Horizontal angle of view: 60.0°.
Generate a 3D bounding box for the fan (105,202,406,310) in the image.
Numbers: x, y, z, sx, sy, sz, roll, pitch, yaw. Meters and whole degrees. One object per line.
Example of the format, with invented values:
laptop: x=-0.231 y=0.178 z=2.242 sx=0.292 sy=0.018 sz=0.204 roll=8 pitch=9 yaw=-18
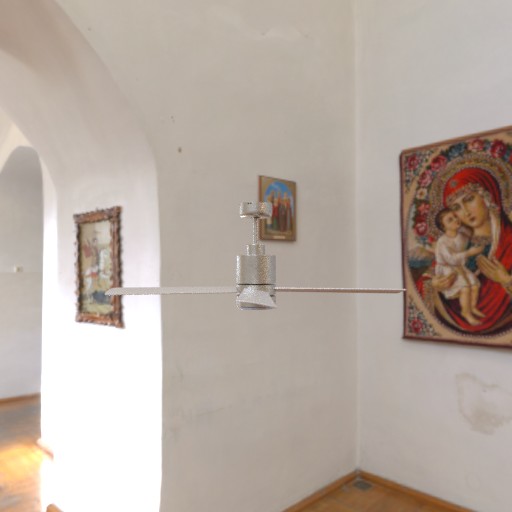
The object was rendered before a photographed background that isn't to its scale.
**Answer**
fan: x=0.000 y=0.000 z=2.296 sx=1.525 sy=0.539 sz=1.525 roll=0 pitch=-1 yaw=0
